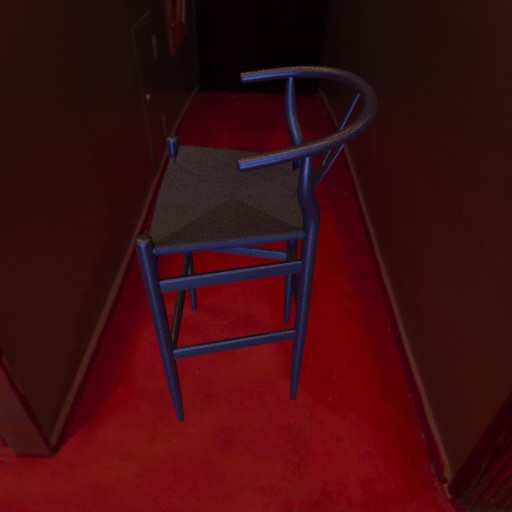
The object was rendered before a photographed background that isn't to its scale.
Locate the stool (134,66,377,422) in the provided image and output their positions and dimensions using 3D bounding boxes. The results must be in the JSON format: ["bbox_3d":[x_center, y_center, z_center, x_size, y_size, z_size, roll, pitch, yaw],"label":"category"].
[{"bbox_3d":[0.000,0.000,1.424,0.579,1.072,0.569,0,41,-1],"label":"stool"}]
